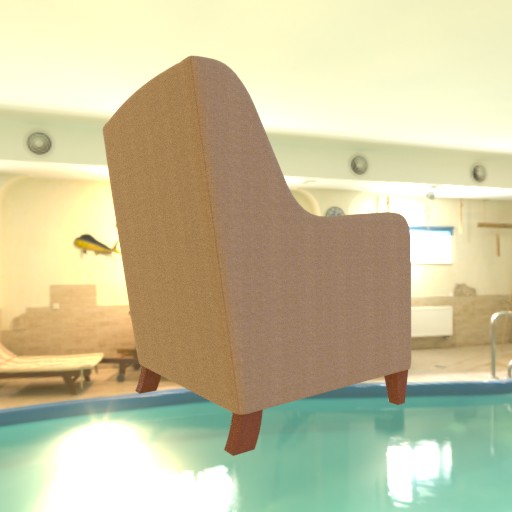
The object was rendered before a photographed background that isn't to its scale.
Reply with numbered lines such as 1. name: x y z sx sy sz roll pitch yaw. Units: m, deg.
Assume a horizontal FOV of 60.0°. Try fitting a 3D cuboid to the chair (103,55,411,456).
1. chair: 0.000 0.000 1.581 0.890 1.017 0.715 0 -1 -36
